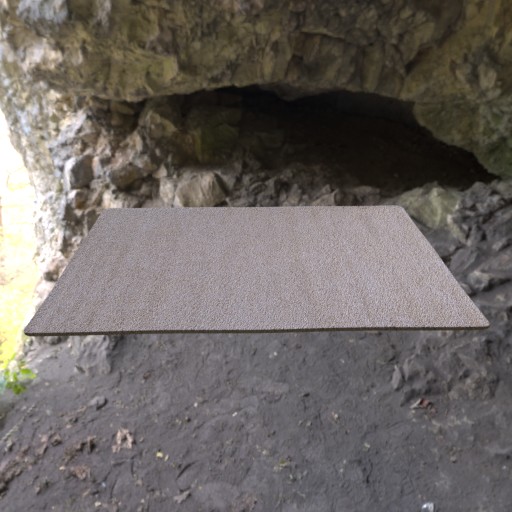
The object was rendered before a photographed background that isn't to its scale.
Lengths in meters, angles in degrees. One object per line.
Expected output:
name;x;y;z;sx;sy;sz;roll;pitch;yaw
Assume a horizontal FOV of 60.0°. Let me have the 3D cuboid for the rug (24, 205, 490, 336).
rug;0.000;0.000;2.859;2.349;0.026;1.500;-1;30;-1
